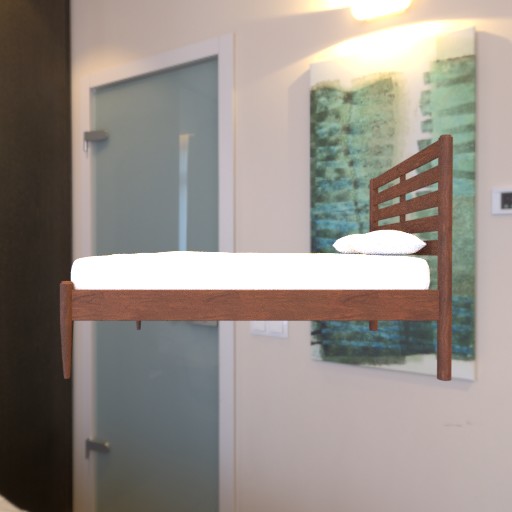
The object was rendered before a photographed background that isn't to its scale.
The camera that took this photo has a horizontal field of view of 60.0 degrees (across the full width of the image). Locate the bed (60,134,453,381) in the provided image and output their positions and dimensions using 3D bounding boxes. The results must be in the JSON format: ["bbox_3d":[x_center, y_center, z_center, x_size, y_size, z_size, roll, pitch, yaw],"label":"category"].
[{"bbox_3d":[0.000,0.000,3.091,2.093,1.304,1.509,0,1,0],"label":"bed"}]
